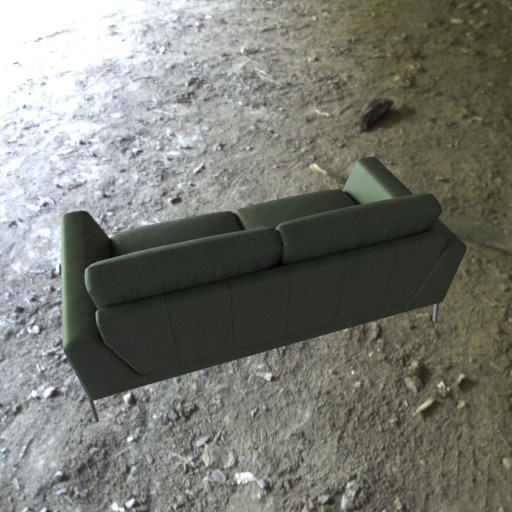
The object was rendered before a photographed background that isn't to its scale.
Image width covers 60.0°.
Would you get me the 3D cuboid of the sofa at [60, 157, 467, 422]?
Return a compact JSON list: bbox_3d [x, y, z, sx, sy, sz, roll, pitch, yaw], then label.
[{"bbox_3d":[0.000,0.000,2.492,2.017,0.875,0.953,-13,44,-13],"label":"sofa"}]
